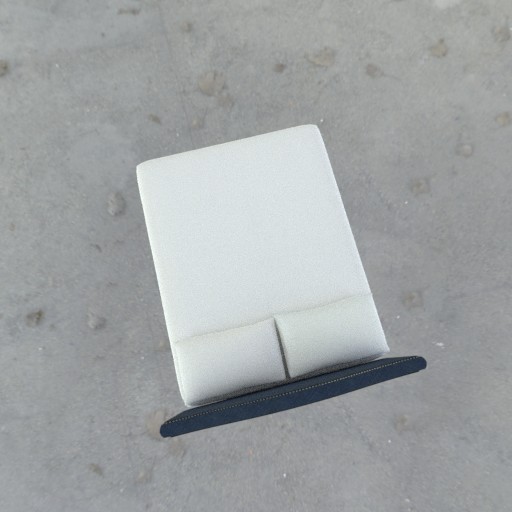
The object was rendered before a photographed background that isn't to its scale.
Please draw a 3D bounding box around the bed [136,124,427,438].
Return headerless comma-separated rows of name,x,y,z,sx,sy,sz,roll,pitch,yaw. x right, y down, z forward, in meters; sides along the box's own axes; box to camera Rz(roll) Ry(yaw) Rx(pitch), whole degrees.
bed,0.000,0.000,3.411,1.725,1.518,2.153,-14,77,-3
